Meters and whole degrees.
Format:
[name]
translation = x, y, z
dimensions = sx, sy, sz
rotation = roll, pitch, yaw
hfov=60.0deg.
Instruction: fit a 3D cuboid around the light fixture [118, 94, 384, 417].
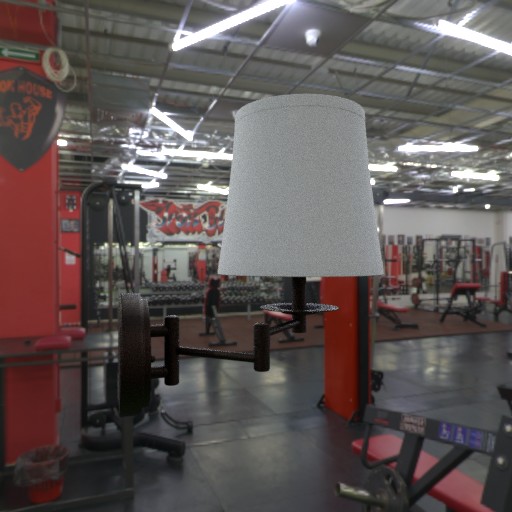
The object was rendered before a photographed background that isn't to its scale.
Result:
[light fixture]
translation = 0.000, 0.000, 0.265
dimensions = 0.157, 0.172, 0.100
rotation = 0, 0, -18
